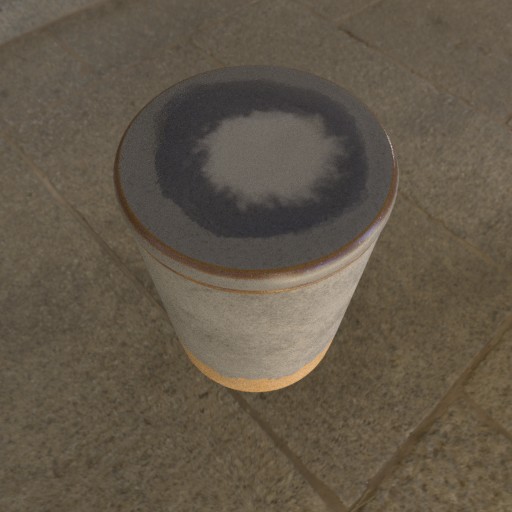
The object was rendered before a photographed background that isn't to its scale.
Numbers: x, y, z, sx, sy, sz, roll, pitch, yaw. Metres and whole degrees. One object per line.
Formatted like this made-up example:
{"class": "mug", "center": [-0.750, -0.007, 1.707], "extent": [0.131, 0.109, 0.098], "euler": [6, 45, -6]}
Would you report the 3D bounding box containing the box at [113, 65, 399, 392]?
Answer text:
{"class": "box", "center": [0.000, 0.000, 0.253], "extent": [0.118, 0.168, 0.118], "euler": [0, 59, 0]}
